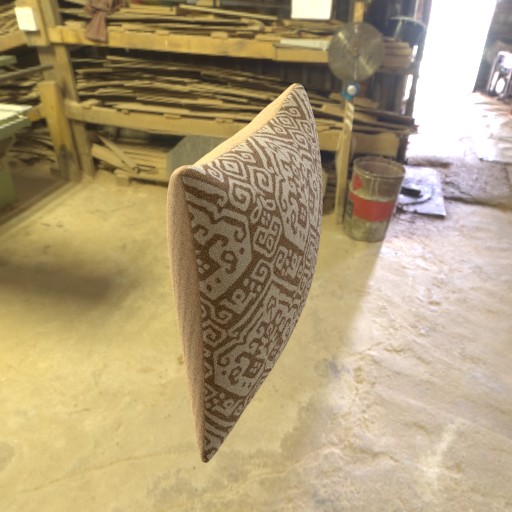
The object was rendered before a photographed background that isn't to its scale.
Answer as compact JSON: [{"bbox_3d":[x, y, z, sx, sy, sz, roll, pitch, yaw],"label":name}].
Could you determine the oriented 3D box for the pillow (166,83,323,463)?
[{"bbox_3d":[0.000,0.000,0.647,0.173,0.407,0.419,10,33,16],"label":"pillow"}]
